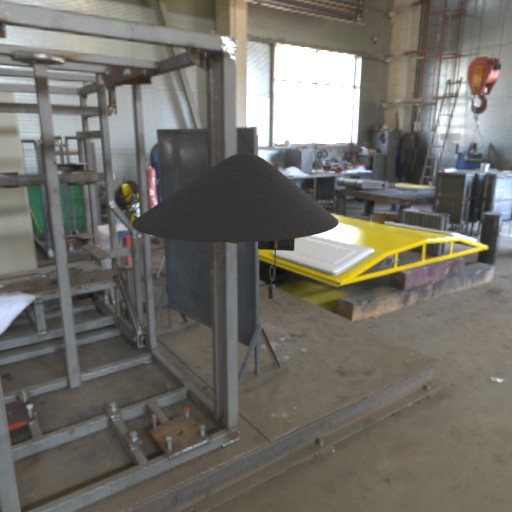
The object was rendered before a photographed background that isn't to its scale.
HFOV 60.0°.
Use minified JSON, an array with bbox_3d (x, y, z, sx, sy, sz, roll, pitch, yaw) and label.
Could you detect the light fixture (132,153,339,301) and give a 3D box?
[{"bbox_3d":[0.000,0.000,0.679,0.240,0.312,0.516,3,15,9],"label":"light fixture"}]
